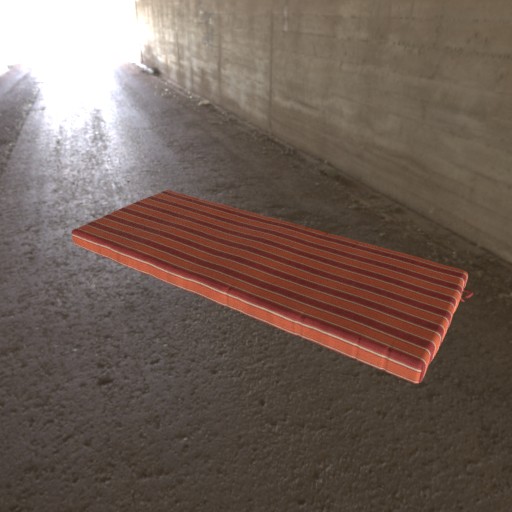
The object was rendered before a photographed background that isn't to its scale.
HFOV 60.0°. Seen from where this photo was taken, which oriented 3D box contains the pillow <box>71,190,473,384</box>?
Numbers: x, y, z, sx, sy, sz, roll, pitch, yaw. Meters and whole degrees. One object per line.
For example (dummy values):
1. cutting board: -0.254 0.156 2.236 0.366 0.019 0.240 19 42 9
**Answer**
1. pillow: 0.000 0.000 1.361 1.187 0.081 0.492 18 34 29
